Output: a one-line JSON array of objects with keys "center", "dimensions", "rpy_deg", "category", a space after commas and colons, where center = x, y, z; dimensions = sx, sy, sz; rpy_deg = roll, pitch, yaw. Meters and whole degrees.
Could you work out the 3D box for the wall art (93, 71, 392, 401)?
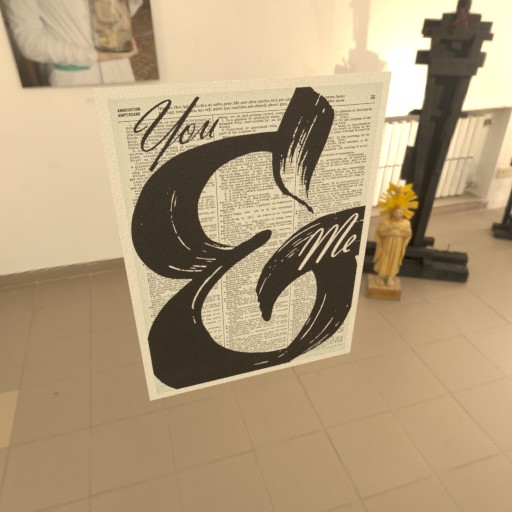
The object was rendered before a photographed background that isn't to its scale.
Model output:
[{"center": [0.000, 0.000, 0.810], "dimensions": [0.457, 0.609, 0.003], "rpy_deg": [-10, 33, -15], "category": "wall art"}]
